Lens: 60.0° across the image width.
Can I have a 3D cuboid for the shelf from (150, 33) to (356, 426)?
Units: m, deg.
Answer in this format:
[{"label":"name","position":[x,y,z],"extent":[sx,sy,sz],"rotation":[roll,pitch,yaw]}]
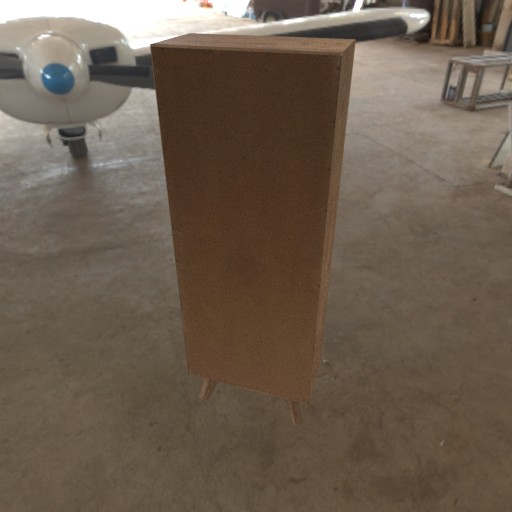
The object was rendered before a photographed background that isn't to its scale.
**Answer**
[{"label":"shelf","position":[0.000,0.000,1.528],"extent":[0.491,1.342,0.267],"rotation":[10,34,15]}]
